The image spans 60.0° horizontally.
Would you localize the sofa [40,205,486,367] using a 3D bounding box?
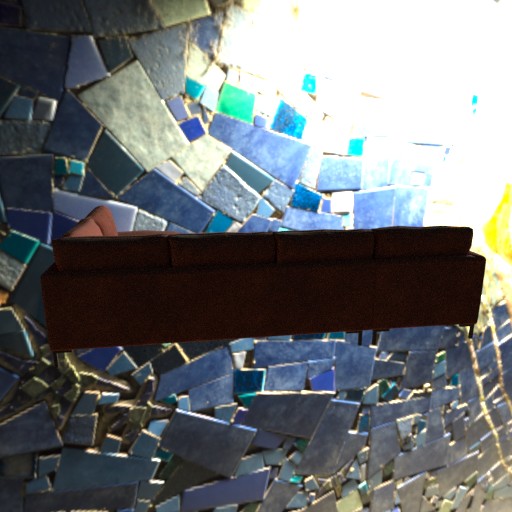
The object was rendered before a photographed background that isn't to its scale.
[{"bbox_3d":[0.000,0.000,3.545,2.736,0.757,1.879,-2,15,-8],"label":"sofa"}]
